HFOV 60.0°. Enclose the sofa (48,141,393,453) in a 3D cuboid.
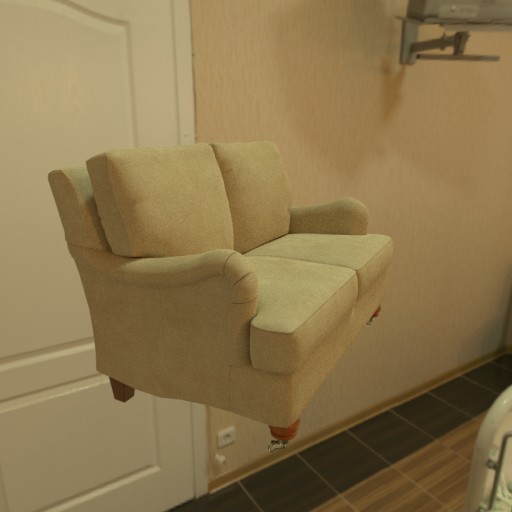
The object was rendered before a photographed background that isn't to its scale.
[{"bbox_3d":[0.000,0.000,2.197,1.086,1.087,1.498,8,18,27],"label":"sofa"}]
